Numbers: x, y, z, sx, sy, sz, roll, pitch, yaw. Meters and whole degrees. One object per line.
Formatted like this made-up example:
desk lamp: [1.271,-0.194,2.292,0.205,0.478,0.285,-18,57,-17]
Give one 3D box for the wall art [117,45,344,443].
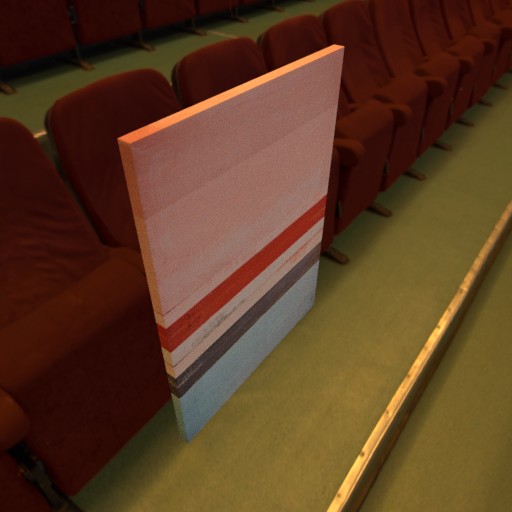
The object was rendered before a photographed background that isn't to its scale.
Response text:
wall art: [0.000,0.000,1.321,0.039,1.016,0.761,26,46,28]
